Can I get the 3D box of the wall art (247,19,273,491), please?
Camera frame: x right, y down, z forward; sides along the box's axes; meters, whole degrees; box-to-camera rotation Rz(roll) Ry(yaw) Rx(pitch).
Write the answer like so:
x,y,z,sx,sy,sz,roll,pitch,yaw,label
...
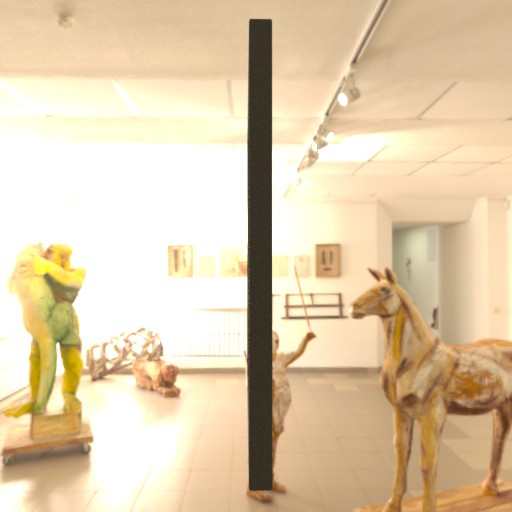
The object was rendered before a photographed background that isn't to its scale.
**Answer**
x,y,z,sx,sy,sz,roll,pitch,yaw,label
0.000,0.000,0.752,0.028,0.558,0.457,0,-1,-1,wall art
